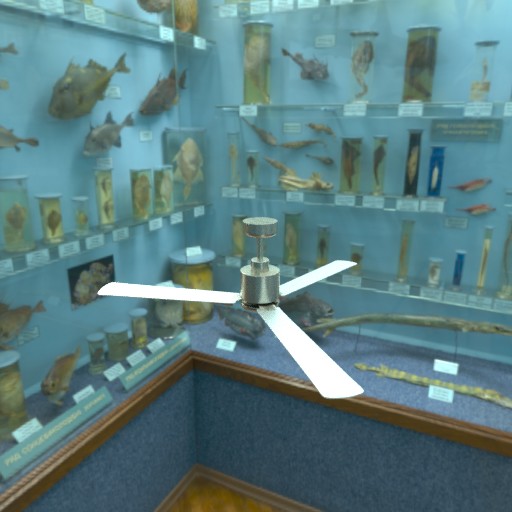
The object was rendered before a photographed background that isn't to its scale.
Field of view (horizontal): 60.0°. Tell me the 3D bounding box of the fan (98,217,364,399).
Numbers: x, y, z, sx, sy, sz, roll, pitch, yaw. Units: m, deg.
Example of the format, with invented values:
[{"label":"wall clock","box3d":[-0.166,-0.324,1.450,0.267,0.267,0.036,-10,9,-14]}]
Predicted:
[{"label":"fan","box3d":[0.000,0.000,2.381,1.561,0.446,1.531,9,19,27]}]
